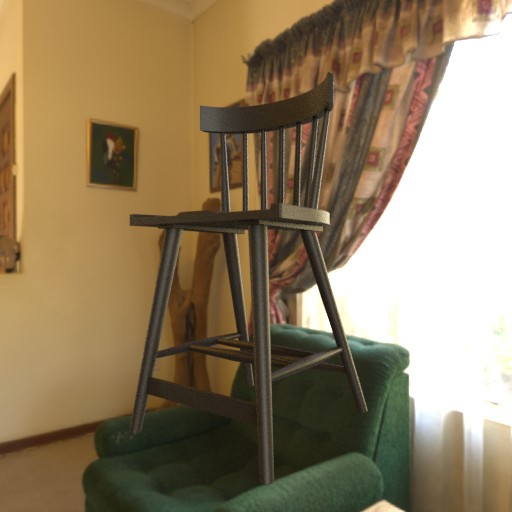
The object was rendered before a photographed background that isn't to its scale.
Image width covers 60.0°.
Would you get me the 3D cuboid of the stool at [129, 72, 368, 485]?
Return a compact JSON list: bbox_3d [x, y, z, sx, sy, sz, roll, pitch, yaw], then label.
[{"bbox_3d":[0.000,0.000,1.274,0.494,0.953,0.549,0,1,36],"label":"stool"}]
